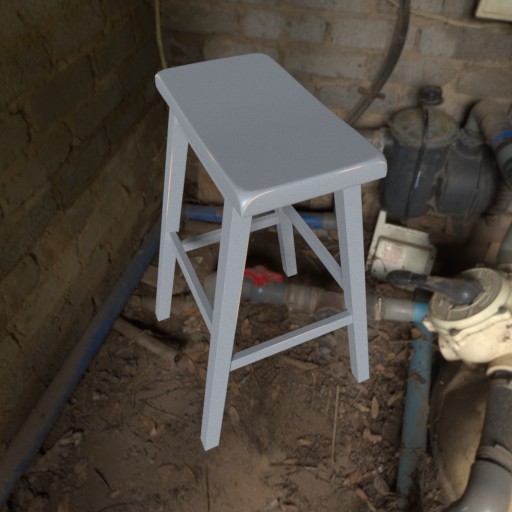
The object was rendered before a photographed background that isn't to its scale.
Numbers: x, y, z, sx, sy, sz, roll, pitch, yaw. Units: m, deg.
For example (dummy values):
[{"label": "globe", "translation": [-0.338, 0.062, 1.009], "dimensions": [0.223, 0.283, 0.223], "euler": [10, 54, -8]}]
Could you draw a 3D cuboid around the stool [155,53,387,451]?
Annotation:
[{"label": "stool", "translation": [0.000, 0.000, 1.030], "dimensions": [0.476, 0.737, 0.457], "euler": [-18, 48, -17]}]
